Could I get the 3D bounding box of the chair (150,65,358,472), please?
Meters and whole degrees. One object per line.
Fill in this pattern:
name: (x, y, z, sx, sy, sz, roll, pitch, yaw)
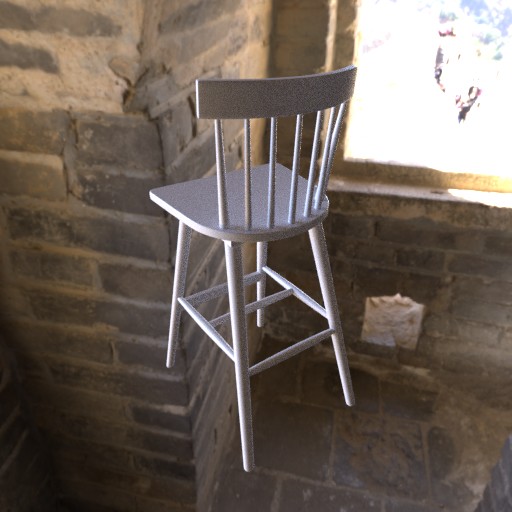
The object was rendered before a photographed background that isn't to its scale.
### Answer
chair: (0.000, 0.000, 1.385, 0.483, 1.092, 0.572, -19, 34, -30)
